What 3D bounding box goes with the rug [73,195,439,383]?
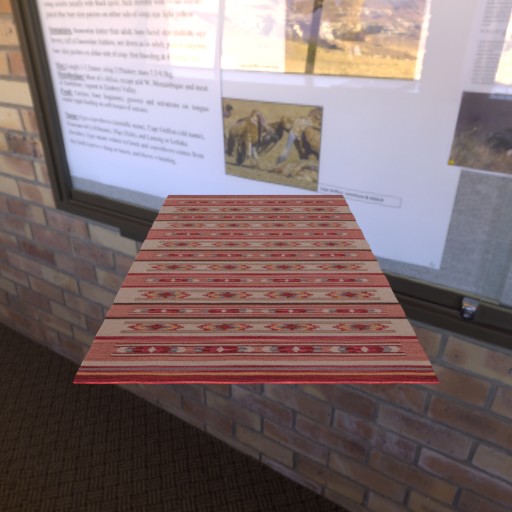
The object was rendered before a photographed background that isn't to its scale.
[{"bbox_3d":[0.000,0.000,2.275,1.223,0.008,1.817,0,28,0],"label":"rug"}]
